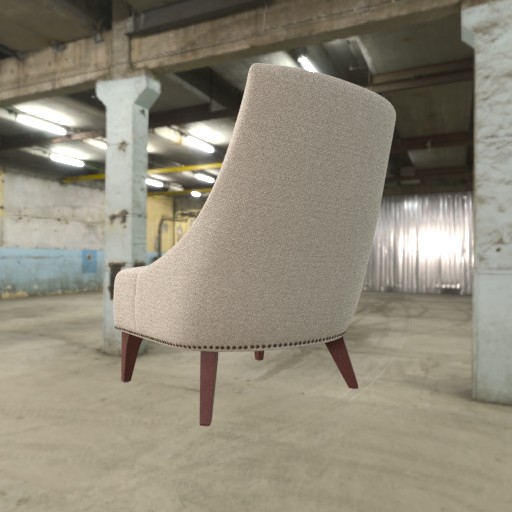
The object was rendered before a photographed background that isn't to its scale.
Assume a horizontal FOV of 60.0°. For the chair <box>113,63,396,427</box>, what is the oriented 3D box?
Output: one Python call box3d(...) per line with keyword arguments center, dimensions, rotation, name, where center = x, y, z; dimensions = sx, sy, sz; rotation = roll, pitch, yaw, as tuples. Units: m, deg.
box3d(center=(0.000, 0.000, 1.488), dimensions=(0.701, 0.909, 0.861), rotation=(1, -2, -37), name="chair")
